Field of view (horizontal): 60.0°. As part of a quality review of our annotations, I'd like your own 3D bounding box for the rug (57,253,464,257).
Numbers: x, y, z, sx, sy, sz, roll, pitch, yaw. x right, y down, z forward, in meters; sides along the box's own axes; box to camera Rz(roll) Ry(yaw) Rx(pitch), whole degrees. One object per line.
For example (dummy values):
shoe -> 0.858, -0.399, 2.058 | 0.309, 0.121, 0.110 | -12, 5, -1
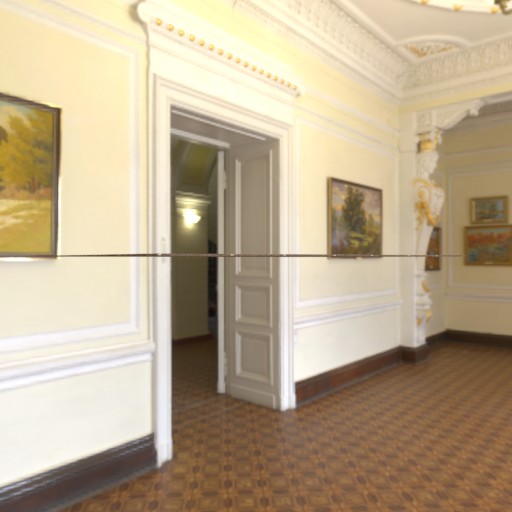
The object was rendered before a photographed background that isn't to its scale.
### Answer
rug -> 0.000, 0.000, 4.246 | 3.062, 0.012, 2.457 | 0, 0, -36
